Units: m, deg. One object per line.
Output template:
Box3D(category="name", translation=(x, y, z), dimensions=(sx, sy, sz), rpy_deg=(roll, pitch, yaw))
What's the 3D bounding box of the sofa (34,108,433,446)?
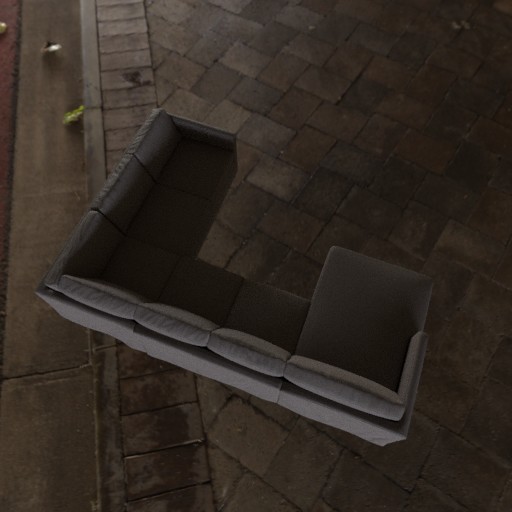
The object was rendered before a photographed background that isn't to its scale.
Box3D(category="sofa", translation=(0.000, 0.000, 4.502), dimensions=(3.528, 0.878, 2.476), rpy_deg=(19, 65, 9))
